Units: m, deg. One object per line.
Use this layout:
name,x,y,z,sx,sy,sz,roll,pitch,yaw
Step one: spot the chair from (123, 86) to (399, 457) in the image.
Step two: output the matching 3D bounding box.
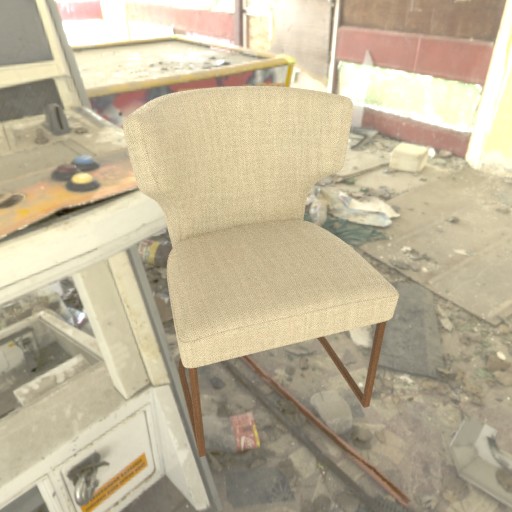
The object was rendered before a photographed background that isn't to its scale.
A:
chair,0.000,0.000,1.268,0.611,0.824,0.617,-10,34,-16
